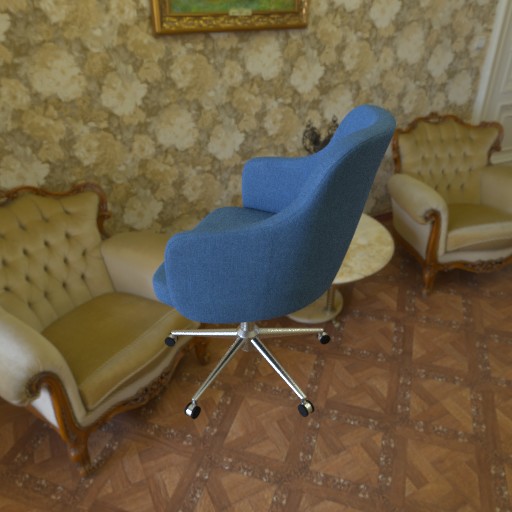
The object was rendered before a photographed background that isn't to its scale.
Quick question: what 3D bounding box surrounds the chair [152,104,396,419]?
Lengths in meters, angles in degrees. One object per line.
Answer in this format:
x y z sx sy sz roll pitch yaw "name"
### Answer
0.000 0.000 1.276 0.655 0.820 0.599 9 32 15 "chair"
